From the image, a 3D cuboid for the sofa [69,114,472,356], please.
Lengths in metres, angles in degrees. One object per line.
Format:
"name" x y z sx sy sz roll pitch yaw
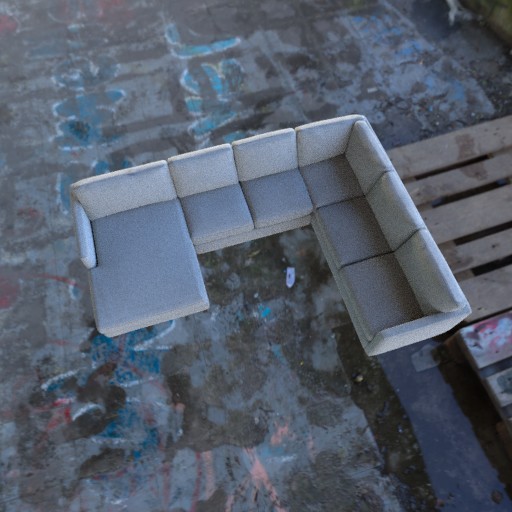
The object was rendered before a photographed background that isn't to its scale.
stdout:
"sofa" 0.000 0.000 4.645 3.460 0.959 2.593 -15 65 -7
